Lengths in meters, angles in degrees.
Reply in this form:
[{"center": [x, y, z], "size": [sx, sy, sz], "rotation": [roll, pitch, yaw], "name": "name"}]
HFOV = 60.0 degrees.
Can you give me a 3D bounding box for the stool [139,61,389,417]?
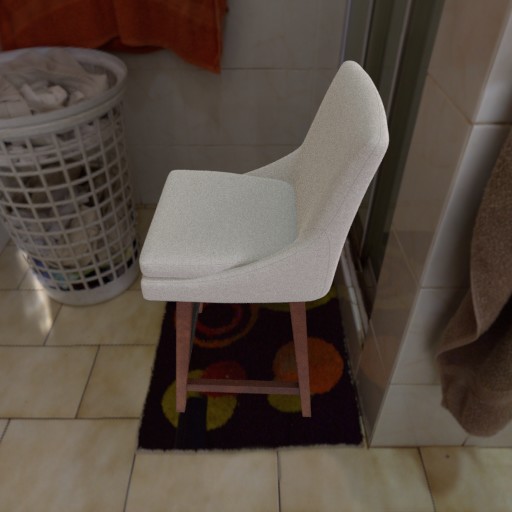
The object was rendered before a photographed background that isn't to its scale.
[{"center": [0.000, 0.000, 1.311], "size": [0.559, 0.991, 0.469], "rotation": [2, 42, 2], "name": "stool"}]
